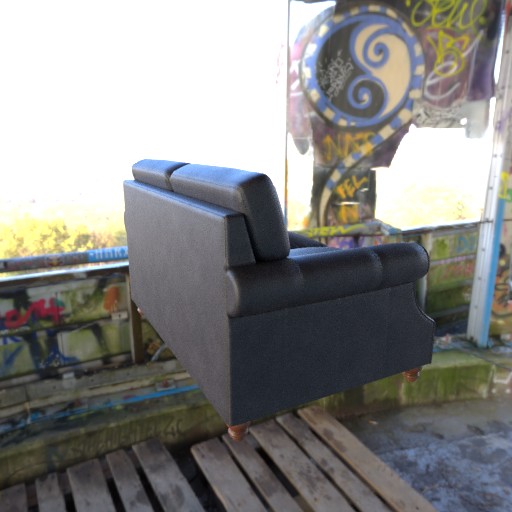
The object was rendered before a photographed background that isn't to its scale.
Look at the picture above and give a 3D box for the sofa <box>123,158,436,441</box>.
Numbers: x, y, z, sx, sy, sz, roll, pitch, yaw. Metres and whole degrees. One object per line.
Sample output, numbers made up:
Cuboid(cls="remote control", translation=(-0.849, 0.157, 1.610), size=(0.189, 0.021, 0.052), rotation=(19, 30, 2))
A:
Cuboid(cls="sofa", translation=(0.000, 0.000, 2.339), size=(1.030, 0.979, 1.663), rotation=(-8, 16, -27))
